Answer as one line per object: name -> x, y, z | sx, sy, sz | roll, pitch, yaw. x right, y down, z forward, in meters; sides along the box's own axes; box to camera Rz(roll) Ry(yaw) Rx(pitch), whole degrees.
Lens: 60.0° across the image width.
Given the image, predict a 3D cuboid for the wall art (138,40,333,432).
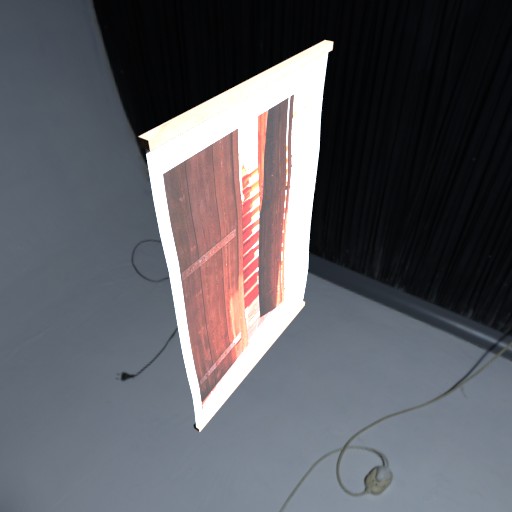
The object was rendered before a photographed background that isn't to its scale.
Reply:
wall art -> 0.000, 0.000, 0.645 | 0.012, 0.508, 0.332 | 25, 47, 25
